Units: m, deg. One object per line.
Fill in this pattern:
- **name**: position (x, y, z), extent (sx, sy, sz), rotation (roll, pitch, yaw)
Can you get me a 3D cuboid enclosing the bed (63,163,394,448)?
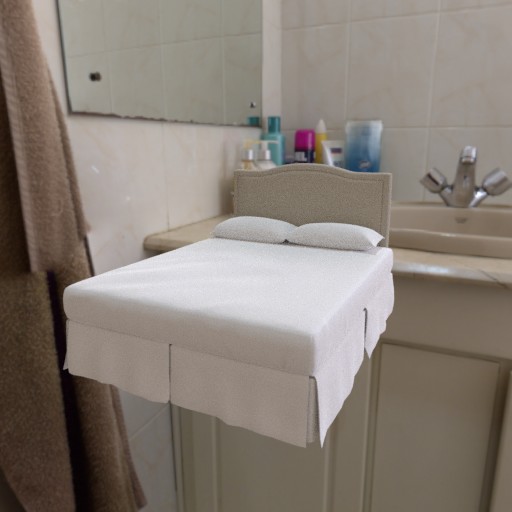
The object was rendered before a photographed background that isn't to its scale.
- **bed**: position (0.000, 0.000, 3.682), extent (1.977, 1.437, 2.477), rotation (7, 15, 26)
